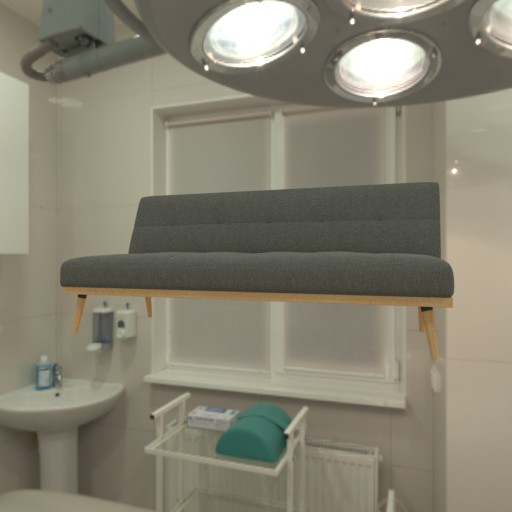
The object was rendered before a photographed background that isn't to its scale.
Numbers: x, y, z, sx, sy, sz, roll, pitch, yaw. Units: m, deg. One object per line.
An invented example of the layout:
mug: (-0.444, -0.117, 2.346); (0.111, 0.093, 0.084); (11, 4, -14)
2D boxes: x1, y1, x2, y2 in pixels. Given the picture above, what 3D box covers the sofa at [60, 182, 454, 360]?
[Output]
sofa: (0.000, 0.000, 2.285); (1.820, 0.770, 0.820); (0, 0, 19)
